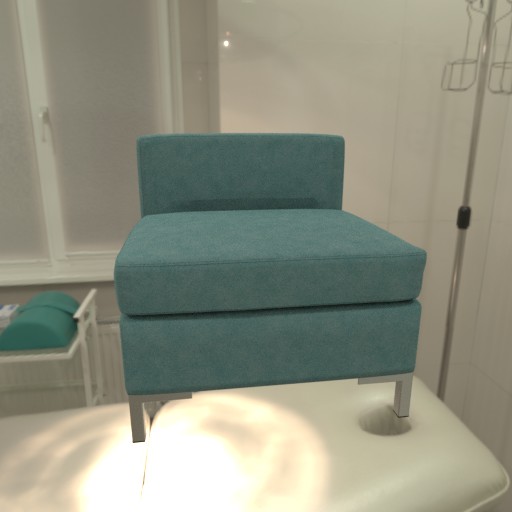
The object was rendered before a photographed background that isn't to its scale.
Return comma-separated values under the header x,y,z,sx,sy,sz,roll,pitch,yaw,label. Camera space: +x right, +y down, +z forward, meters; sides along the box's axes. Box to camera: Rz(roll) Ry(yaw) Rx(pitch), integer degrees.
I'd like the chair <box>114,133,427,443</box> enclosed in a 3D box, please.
x,y,z,sx,sy,sz,roll,pitch,yaw,label
0.000,0.000,1.238,0.684,0.660,0.685,-2,16,-8,chair
